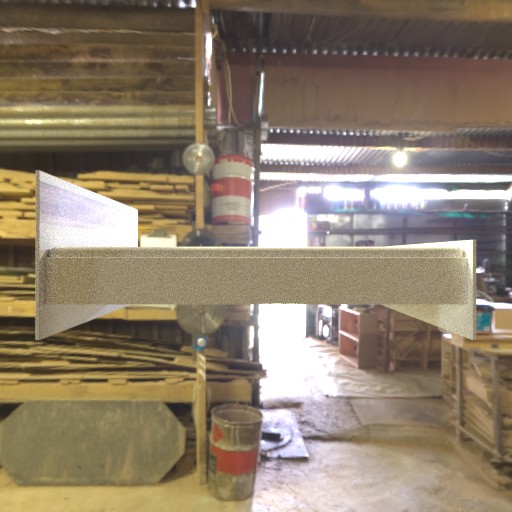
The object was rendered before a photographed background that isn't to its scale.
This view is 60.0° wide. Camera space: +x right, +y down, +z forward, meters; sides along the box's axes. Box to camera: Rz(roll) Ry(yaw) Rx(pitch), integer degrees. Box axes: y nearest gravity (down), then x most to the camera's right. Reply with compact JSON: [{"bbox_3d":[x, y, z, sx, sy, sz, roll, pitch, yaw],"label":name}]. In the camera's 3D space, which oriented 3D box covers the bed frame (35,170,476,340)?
[{"bbox_3d":[0.000,0.000,2.930,2.060,0.800,1.720,0,0,0],"label":"bed frame"}]
